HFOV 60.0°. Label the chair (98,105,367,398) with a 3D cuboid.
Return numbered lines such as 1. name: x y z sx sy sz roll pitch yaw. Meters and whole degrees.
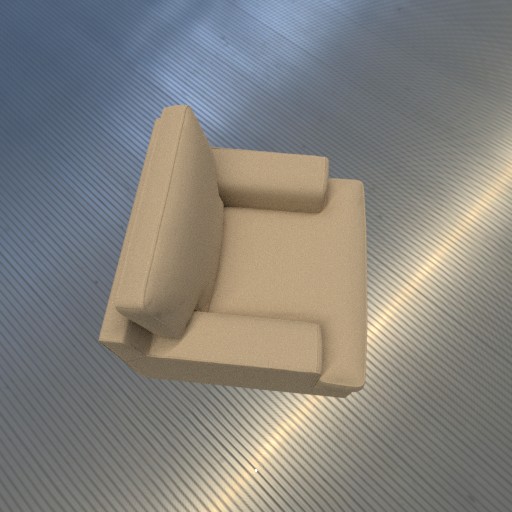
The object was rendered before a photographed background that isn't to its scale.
1. chair: 0.000 0.000 2.214 1.274 1.005 1.293 -2 64 -1
